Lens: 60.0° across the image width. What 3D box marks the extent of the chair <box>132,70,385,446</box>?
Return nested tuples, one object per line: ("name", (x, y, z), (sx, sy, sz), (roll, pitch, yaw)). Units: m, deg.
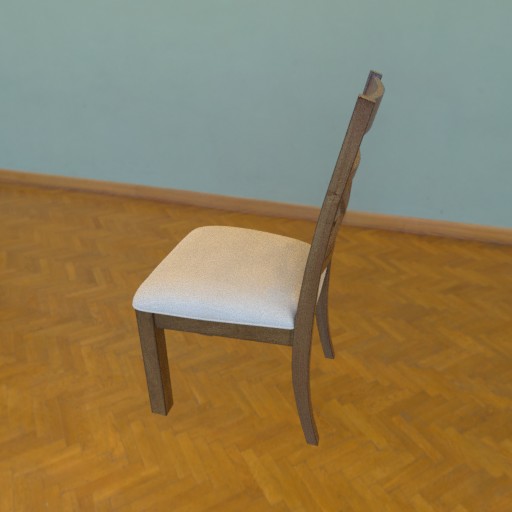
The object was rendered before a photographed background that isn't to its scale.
("chair", (0.000, 0.000, 1.253), (0.581, 0.949, 0.461), (8, 30, 14))
